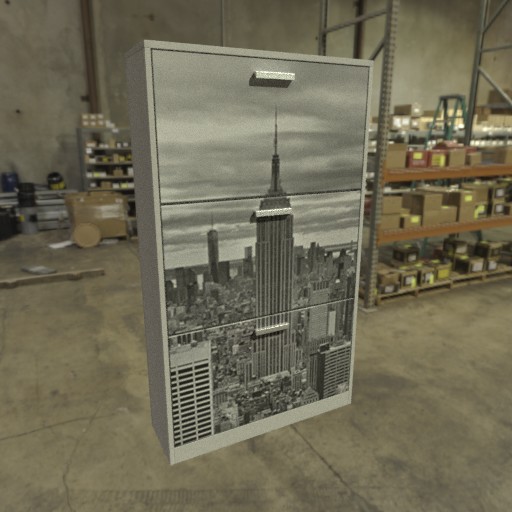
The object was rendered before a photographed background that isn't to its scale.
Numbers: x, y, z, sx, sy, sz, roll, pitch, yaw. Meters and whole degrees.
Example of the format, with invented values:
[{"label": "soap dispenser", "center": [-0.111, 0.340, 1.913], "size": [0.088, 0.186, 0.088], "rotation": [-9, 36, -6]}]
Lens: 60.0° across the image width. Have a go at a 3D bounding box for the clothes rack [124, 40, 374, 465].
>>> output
[{"label": "clothes rack", "center": [0.000, 0.000, 1.546], "size": [0.750, 1.280, 0.250], "rotation": [-8, 18, -26]}]
